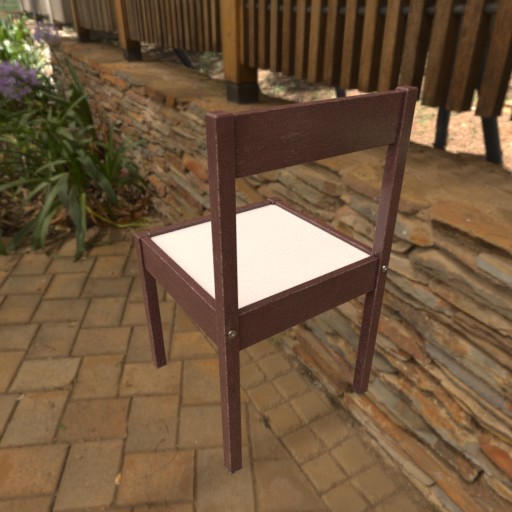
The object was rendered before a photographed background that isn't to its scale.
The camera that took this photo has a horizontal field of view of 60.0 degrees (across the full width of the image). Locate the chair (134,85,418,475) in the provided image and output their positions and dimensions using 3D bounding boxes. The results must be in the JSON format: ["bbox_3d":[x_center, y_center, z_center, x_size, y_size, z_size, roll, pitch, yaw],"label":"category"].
[{"bbox_3d":[0.000,0.000,0.688,0.285,0.505,0.285,-19,34,-30],"label":"chair"}]
